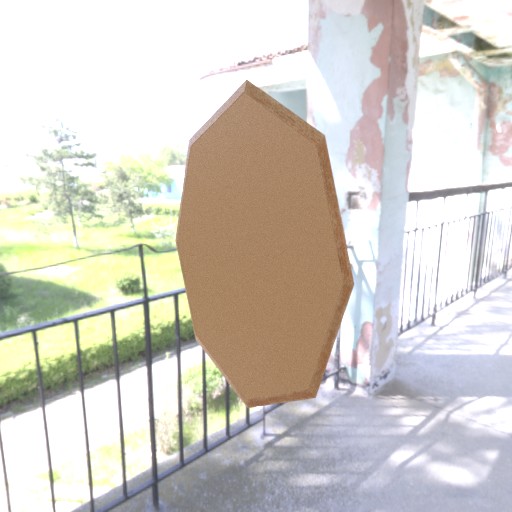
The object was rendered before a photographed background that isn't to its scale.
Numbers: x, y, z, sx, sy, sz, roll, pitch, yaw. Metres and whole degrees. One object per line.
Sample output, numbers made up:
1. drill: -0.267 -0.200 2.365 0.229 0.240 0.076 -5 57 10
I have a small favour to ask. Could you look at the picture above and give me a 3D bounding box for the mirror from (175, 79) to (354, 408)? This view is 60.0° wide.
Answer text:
1. mirror: 0.000 0.000 1.042 0.070 0.774 0.577 -13 18 -43
